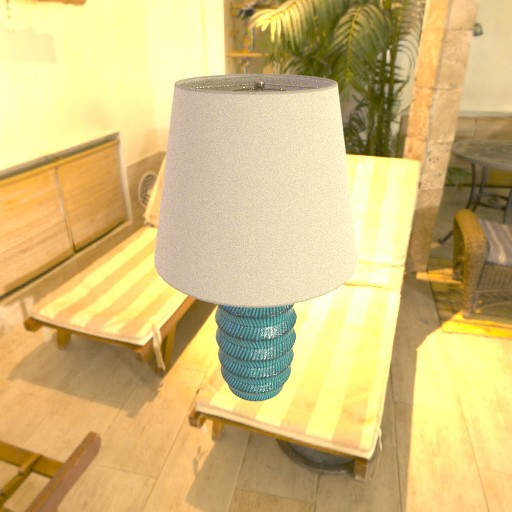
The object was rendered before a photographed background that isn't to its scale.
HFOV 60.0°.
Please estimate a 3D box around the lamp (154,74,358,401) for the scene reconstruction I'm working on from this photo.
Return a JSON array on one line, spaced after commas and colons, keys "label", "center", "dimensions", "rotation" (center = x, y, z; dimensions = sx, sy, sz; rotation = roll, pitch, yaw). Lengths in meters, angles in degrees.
[{"label": "lamp", "center": [0.000, 0.000, 0.790], "dimensions": [0.355, 0.582, 0.355], "rotation": [0, 27, 0]}]
